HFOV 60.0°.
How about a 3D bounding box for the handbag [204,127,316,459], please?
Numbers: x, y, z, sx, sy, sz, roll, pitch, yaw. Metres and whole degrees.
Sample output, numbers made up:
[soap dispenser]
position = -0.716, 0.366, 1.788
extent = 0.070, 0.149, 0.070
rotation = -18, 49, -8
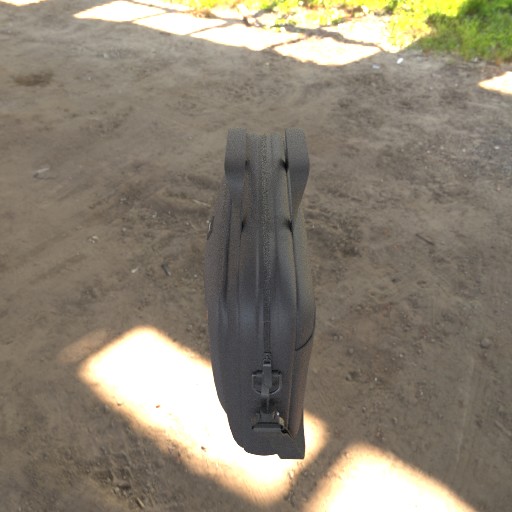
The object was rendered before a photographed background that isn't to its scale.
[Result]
[handbag]
position = 0.000, 0.000, 0.572
extent = 0.126, 0.330, 0.429
rotation = 0, 41, 0
